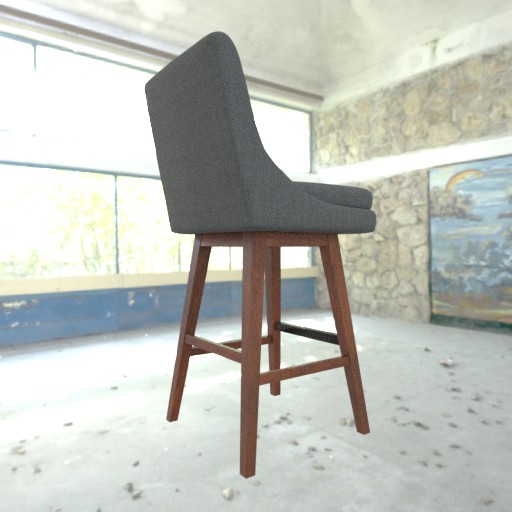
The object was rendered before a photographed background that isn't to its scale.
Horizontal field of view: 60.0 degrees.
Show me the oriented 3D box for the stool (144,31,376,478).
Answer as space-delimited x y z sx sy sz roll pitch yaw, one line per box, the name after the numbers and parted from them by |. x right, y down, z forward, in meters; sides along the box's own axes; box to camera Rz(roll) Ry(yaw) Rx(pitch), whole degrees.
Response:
0.000 0.000 1.241 0.524 0.977 0.447 -1 1 -36 | stool
